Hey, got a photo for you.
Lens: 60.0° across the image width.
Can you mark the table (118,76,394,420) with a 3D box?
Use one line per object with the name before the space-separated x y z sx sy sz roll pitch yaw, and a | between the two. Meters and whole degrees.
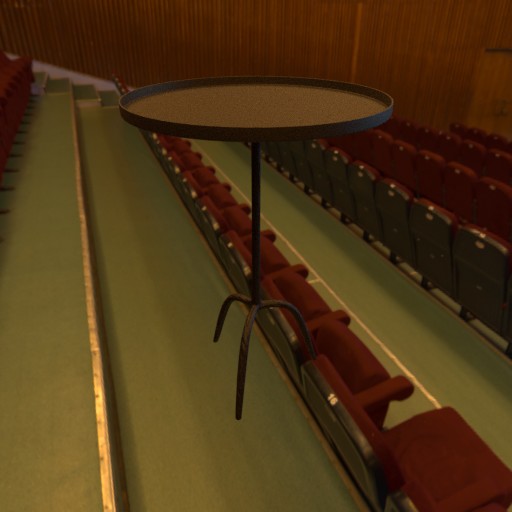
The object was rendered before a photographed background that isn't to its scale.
table | 0.000 0.000 1.011 0.502 0.700 0.502 -11 31 -18
